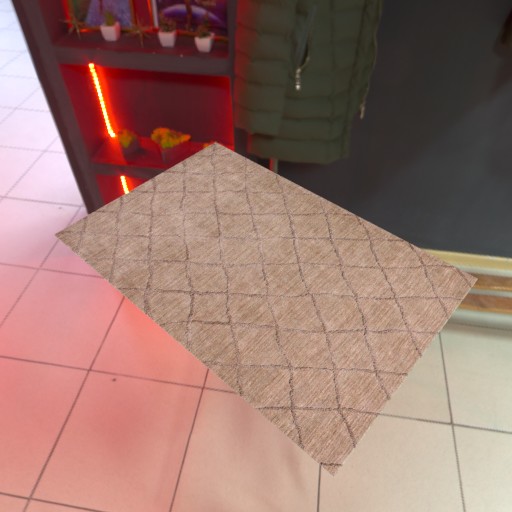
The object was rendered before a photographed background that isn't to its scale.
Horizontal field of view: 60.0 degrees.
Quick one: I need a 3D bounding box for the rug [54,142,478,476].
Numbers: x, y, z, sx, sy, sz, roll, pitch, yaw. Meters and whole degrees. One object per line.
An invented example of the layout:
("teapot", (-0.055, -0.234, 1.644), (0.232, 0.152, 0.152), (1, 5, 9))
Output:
("rug", (0.000, 0.000, 2.846), (2.280, 0.015, 1.521), (33, 55, 27))
